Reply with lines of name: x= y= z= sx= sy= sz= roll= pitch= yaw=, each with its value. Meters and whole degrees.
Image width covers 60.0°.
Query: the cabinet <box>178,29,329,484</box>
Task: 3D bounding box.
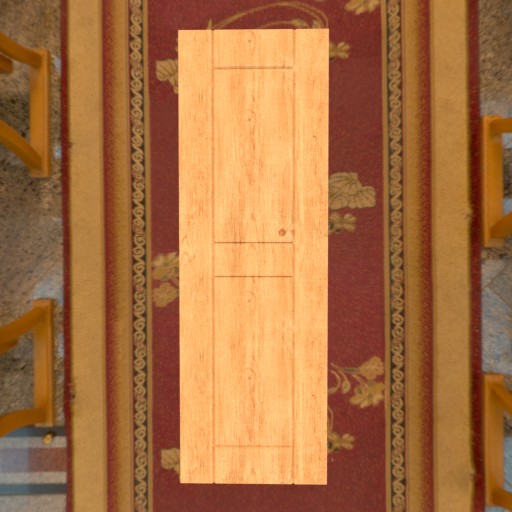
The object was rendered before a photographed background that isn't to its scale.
cabinet: x=0.000 y=0.000 z=1.693 sx=0.432 sy=0.810 sz=1.321 roll=0 pitch=92 yaw=1
